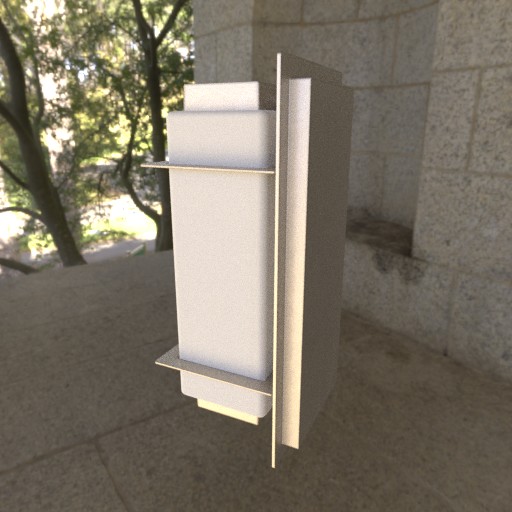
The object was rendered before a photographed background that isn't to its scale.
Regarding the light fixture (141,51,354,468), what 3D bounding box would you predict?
[{"bbox_3d":[0.000,0.000,0.482,0.160,0.380,0.168,8,19,25],"label":"light fixture"}]
